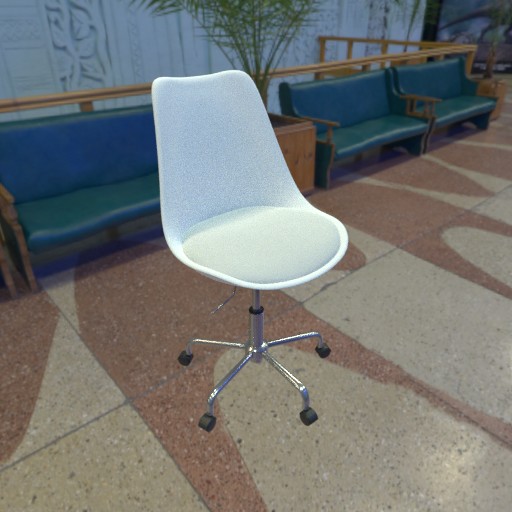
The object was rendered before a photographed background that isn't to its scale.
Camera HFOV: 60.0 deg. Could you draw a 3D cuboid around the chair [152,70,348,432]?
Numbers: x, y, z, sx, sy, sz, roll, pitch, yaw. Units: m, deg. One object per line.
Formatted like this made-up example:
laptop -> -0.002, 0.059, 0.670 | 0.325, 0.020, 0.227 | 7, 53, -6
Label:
chair -> 0.000, 0.000, 1.277 | 0.550, 0.930, 0.550 | -22, 36, -33
